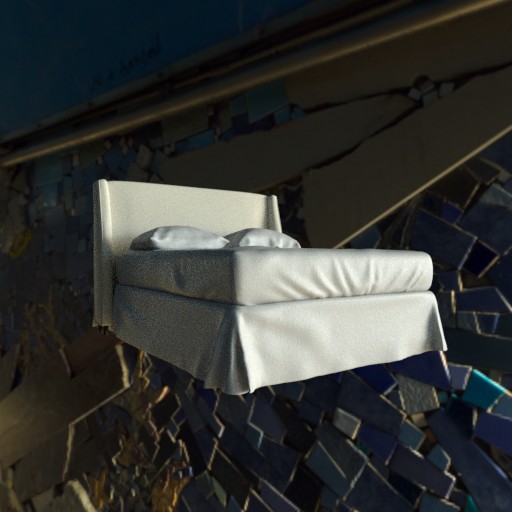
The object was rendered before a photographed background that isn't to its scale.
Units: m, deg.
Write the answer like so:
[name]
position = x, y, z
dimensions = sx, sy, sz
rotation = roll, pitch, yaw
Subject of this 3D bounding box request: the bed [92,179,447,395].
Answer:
[bed]
position = 0.000, 0.000, 3.465
dimensions = 1.925, 1.332, 2.276
rotation = 0, 0, -34
